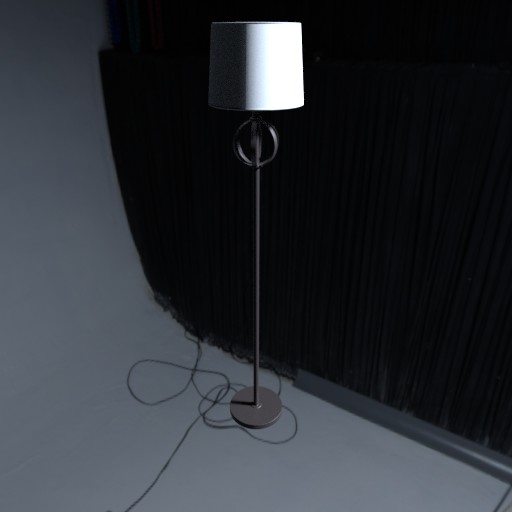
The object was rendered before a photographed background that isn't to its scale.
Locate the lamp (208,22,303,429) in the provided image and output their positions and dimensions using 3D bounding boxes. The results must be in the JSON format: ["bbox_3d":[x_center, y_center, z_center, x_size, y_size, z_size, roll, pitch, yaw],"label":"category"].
[{"bbox_3d":[0.000,0.000,1.574,0.286,1.462,0.286,17,31,31],"label":"lamp"}]
